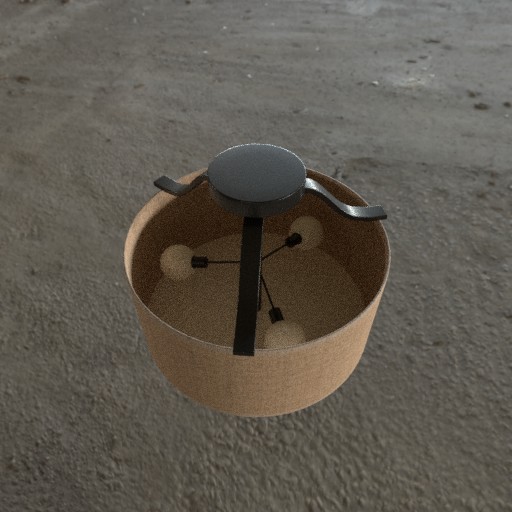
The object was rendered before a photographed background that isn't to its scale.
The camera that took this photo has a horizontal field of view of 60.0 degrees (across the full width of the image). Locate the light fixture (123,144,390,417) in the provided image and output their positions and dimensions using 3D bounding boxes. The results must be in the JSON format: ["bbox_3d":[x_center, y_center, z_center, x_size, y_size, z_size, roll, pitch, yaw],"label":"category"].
[{"bbox_3d":[0.000,0.000,0.669,0.390,0.306,0.390,0,47,0],"label":"light fixture"}]
